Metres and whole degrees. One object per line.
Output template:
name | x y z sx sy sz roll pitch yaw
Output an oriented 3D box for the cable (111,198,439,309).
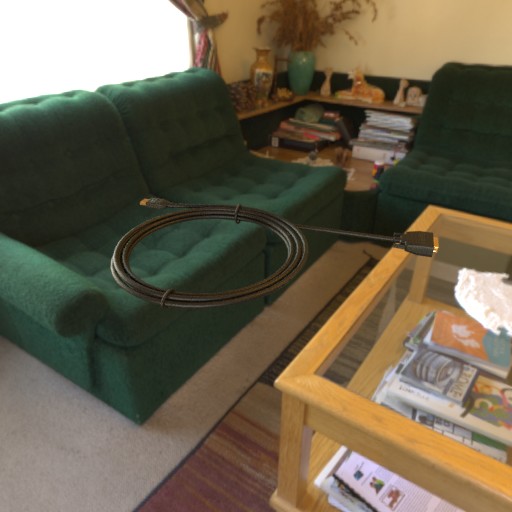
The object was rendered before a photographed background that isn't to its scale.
cable | 0.000 0.000 0.531 0.422 0.030 0.257 9 31 15
